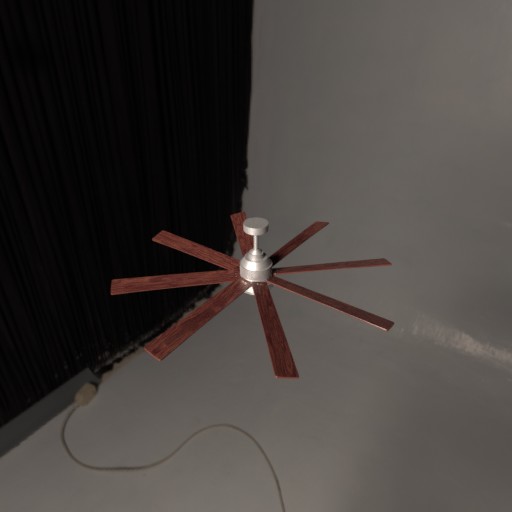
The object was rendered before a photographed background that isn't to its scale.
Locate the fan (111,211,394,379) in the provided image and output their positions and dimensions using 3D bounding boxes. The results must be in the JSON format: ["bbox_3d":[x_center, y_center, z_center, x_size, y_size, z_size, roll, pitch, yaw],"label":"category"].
[{"bbox_3d":[0.000,0.000,2.824,1.830,0.472,1.830,20,37,30],"label":"fan"}]
